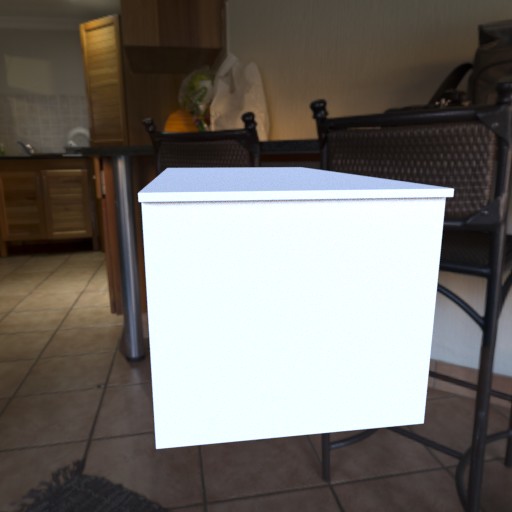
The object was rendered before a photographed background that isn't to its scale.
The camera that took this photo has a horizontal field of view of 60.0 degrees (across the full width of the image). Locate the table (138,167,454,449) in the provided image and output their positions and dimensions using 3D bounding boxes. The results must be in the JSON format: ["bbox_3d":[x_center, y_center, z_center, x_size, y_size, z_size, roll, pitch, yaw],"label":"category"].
[{"bbox_3d":[0.000,0.000,1.215,0.500,0.441,1.000,-2,13,-8],"label":"table"}]
